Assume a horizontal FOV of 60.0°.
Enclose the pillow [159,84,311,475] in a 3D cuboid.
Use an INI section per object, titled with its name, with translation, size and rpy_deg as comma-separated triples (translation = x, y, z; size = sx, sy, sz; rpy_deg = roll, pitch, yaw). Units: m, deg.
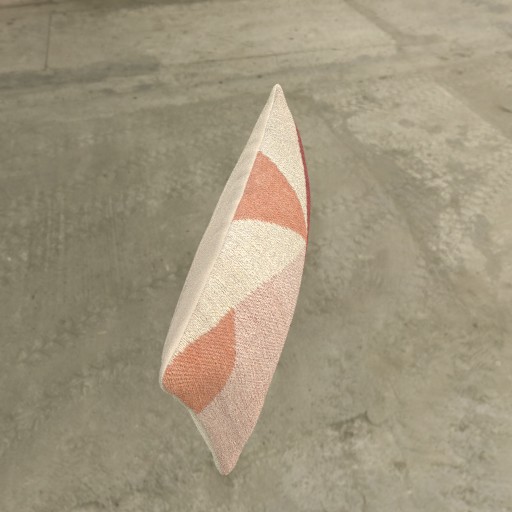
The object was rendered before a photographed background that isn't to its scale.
[pillow]
translation = 0.000, 0.000, 0.715
size = 0.155, 0.292, 0.609
rpy_deg = 9, 47, 8
